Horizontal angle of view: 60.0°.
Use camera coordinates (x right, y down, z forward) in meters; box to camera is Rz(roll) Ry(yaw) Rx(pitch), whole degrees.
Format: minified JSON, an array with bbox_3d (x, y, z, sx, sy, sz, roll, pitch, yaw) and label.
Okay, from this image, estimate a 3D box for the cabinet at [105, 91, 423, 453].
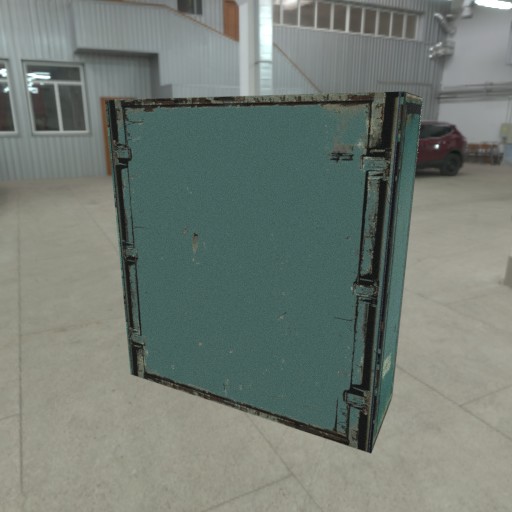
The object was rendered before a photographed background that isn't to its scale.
[{"bbox_3d":[0.000,0.000,3.228,2.000,2.160,0.680,9,19,26],"label":"cabinet"}]
